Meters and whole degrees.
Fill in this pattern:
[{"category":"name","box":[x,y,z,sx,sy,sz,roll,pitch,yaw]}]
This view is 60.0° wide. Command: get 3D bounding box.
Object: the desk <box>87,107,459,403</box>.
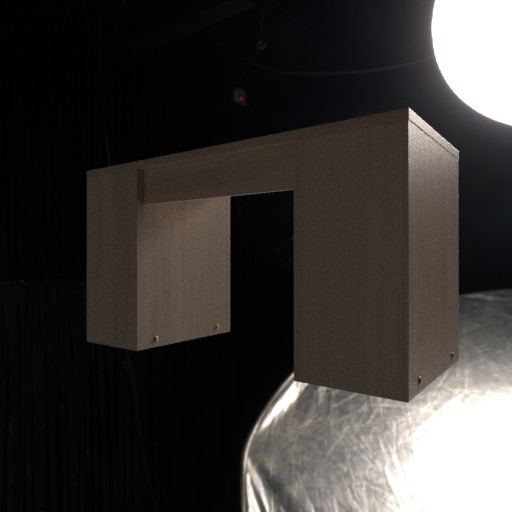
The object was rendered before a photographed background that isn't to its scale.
[{"category":"desk","box":[0.000,0.000,1.759,1.390,0.740,0.600,0,0,36]}]
